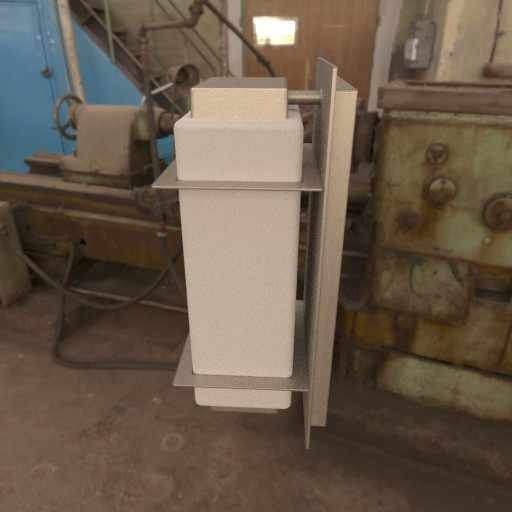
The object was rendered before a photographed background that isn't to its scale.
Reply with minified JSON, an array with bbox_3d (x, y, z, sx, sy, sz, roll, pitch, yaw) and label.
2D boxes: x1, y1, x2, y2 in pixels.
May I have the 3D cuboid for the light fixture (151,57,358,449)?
[{"bbox_3d":[0.000,0.000,0.471,0.160,0.380,0.168,1,26,3],"label":"light fixture"}]
